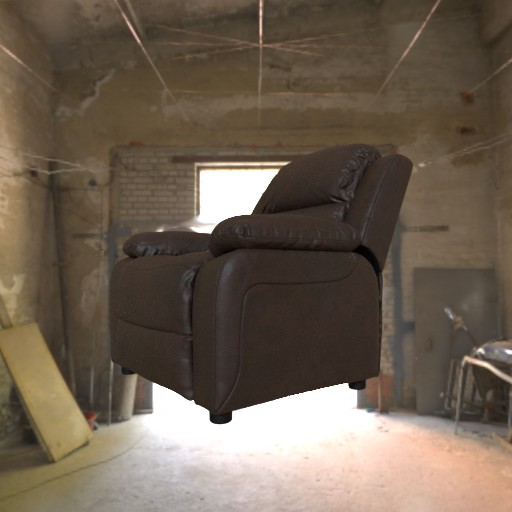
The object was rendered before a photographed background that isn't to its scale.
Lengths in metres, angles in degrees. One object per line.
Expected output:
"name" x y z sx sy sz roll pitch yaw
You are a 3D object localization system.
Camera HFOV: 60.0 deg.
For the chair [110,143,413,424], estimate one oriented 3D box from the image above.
"chair" 0.000 0.000 1.290 0.707 0.702 0.680 1 -2 -36
